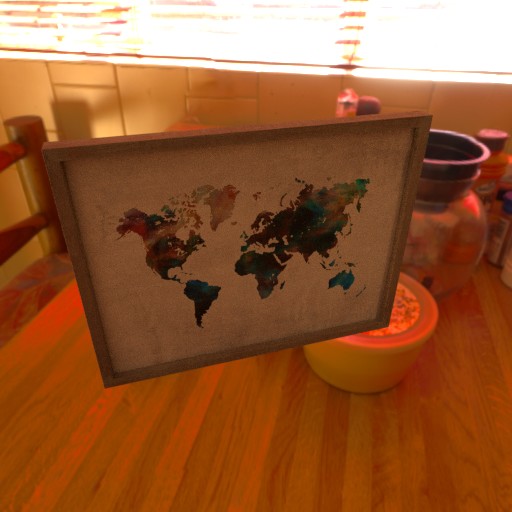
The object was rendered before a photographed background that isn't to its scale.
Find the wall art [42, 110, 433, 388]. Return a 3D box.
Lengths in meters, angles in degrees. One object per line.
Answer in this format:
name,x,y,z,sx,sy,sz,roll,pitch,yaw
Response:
wall art,0.000,0.000,1.742,1.320,1.009,0.070,-9,33,-14
